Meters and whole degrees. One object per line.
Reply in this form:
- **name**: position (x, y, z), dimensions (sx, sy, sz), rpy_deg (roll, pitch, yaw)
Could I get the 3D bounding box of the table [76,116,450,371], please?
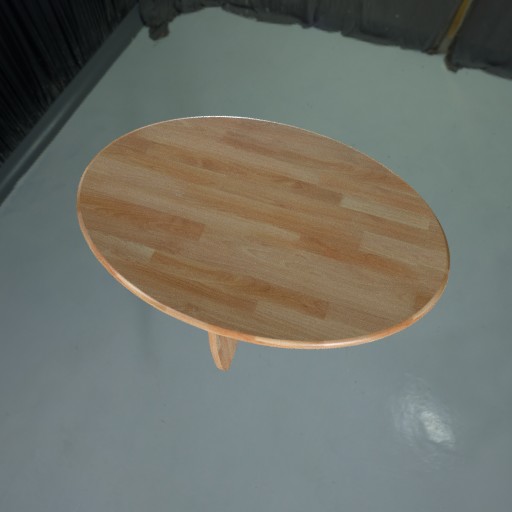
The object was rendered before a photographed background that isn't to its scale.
- **table**: position (0.000, 0.000, 1.396), dimensions (1.040, 0.490, 0.690), rpy_deg (17, 64, 9)
